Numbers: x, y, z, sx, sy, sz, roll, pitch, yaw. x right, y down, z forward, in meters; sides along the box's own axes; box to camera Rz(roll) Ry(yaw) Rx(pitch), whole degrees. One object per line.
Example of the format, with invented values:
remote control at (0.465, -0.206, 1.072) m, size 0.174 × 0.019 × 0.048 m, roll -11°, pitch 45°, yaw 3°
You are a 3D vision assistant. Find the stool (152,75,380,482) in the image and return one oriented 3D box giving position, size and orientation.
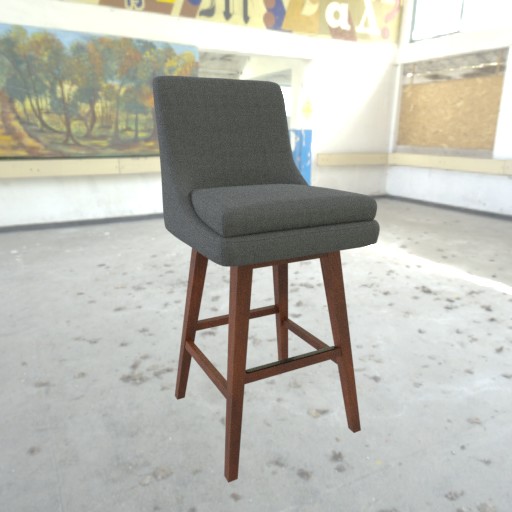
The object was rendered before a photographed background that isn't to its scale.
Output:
stool at (0.000, 0.000, 1.248) m, size 0.447 × 0.977 × 0.524 m, roll -8°, pitch 18°, yaw -27°
